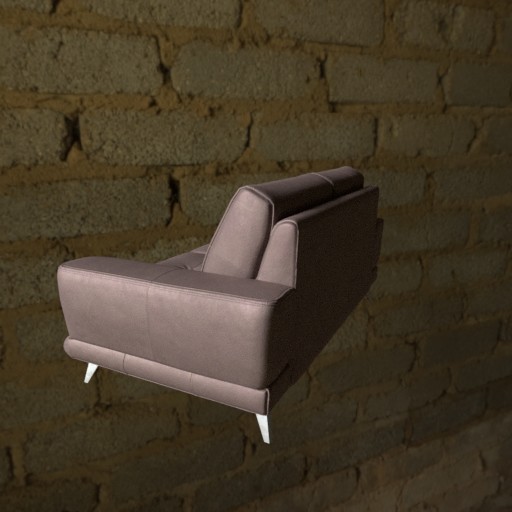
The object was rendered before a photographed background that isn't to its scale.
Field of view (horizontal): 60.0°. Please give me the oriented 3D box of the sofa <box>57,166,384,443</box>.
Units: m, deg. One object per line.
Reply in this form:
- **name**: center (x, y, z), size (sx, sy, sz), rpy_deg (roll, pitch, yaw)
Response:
- **sofa**: center (0.000, 0.000, 2.396), size (1.018, 0.907, 1.806), rpy_deg (7, 17, 26)
